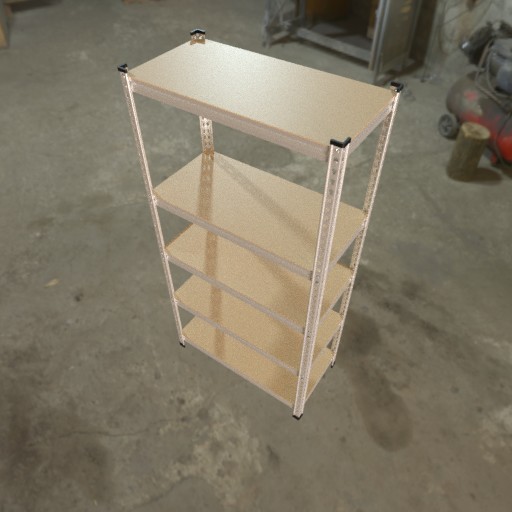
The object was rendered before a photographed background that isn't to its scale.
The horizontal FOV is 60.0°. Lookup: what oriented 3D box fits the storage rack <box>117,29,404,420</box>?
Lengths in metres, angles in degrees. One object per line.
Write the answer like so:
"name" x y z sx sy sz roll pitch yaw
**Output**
"storage rack" 0.000 0.000 2.212 0.914 1.829 0.457 26 52 23
